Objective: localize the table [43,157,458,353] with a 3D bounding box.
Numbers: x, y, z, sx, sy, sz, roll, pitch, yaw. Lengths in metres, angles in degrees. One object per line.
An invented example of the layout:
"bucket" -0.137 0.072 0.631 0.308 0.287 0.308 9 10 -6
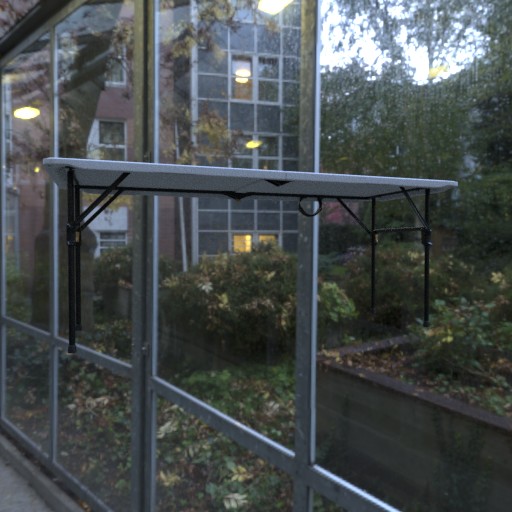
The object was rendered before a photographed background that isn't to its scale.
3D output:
"table" 0.000 0.000 2.191 1.829 0.719 0.761 0 1 -19
